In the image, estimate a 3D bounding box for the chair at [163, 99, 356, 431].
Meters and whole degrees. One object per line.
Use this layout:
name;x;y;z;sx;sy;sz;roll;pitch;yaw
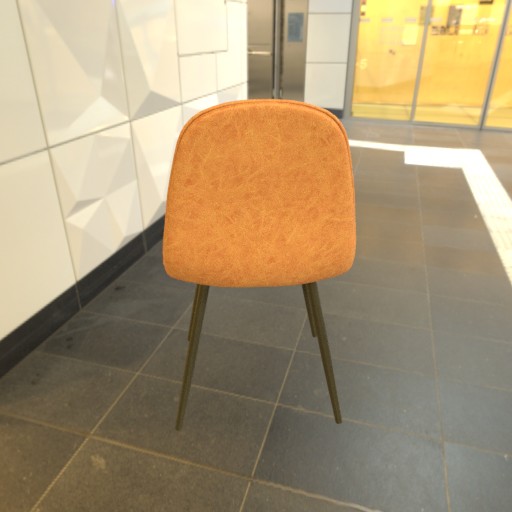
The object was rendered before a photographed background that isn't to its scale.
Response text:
chair;0.000;0.000;1.215;0.472;0.889;0.561;-1;27;-3
